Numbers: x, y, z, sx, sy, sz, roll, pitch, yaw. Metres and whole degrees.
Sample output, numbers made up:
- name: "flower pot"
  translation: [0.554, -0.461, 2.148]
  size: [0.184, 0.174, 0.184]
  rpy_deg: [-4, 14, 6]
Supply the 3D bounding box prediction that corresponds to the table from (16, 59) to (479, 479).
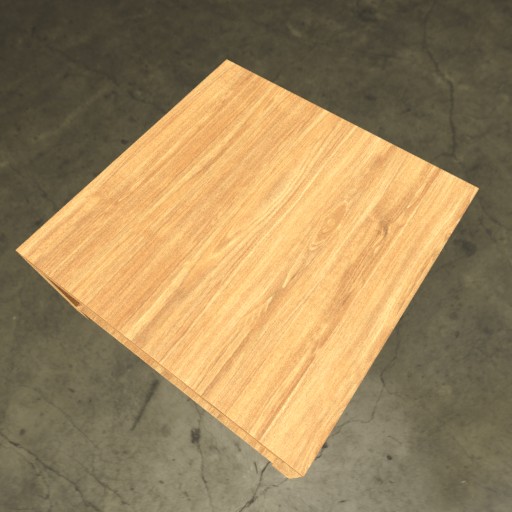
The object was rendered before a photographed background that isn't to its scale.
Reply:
- name: "table"
  translation: [0.000, 0.000, 1.403]
  size: [0.900, 0.450, 0.900]
  rpy_deg: [33, 67, 16]
